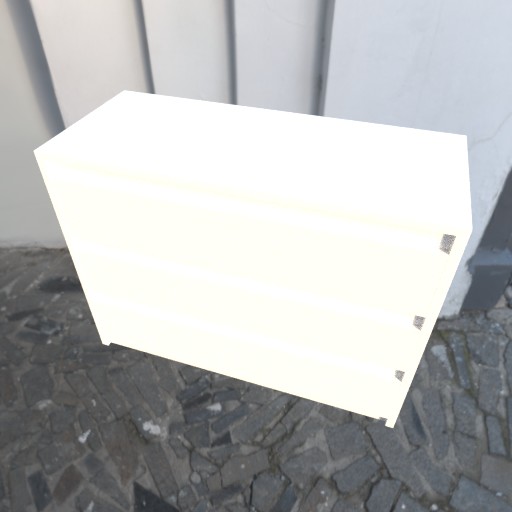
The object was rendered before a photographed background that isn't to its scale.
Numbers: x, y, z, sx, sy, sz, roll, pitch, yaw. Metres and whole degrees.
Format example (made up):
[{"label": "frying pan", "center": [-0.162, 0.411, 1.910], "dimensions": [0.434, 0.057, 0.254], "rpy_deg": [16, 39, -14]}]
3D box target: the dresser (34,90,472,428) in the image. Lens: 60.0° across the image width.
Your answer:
[{"label": "dresser", "center": [0.000, 0.000, 1.485], "dimensions": [1.100, 0.820, 0.460], "rpy_deg": [12, 42, 14]}]
